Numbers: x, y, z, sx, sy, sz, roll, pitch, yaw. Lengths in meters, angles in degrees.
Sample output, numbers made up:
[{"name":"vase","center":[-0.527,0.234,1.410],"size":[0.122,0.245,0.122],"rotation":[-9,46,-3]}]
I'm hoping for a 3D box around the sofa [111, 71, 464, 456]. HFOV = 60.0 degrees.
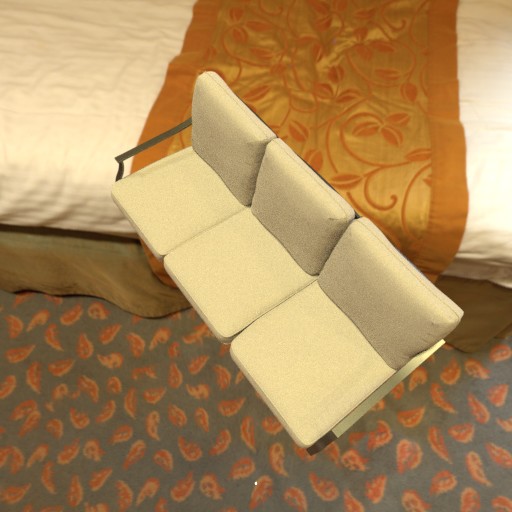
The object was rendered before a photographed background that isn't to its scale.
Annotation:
[{"name":"sofa","center":[0.000,0.000,2.213],"size":[0.787,0.860,1.740],"rotation":[-35,68,-16]}]
